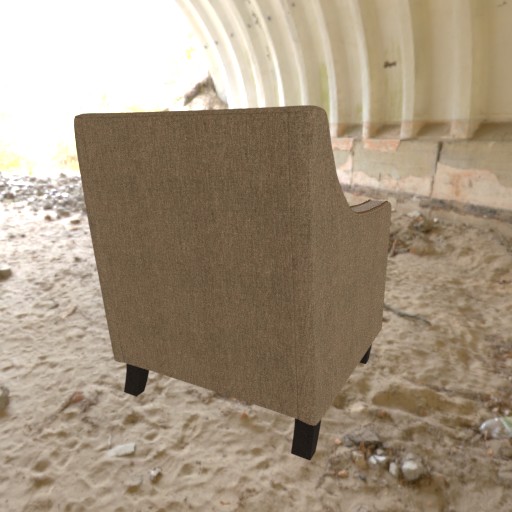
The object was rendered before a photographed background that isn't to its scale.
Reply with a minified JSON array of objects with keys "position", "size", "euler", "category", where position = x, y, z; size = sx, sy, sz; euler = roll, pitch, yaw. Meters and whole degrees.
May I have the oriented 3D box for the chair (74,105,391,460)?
[{"position":[0.000,0.000,1.600],"size":[0.776,0.967,0.884],"euler":[8,17,28],"category":"chair"}]
